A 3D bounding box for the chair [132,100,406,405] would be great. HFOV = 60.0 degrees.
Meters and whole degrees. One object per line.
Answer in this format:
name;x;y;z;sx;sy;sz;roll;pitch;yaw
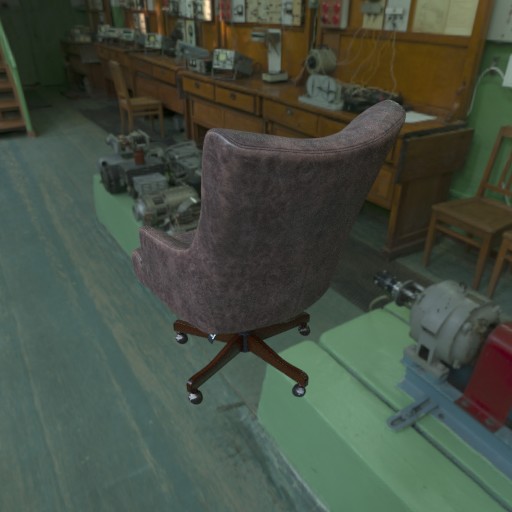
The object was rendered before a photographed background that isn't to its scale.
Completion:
chair;0.000;0.000;1.503;0.641;1.035;0.762;-19;35;-29
